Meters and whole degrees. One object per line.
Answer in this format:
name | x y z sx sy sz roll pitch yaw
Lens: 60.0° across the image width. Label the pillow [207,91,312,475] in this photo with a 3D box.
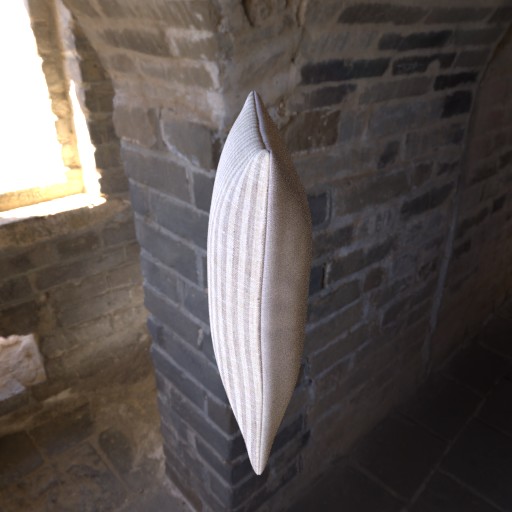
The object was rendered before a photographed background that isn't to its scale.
pillow | 0.000 0.000 0.808 0.166 0.510 0.523 -1 27 -2
